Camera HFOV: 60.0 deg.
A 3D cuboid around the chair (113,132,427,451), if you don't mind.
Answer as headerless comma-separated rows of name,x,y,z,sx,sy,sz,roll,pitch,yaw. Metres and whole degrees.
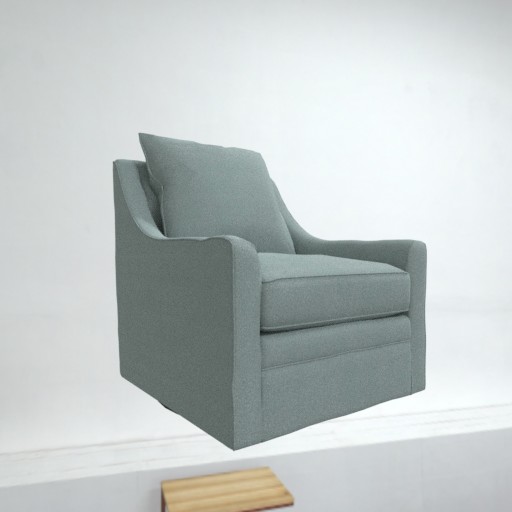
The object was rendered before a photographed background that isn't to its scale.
chair,0.000,0.000,1.562,0.760,0.926,0.870,-1,1,-36
